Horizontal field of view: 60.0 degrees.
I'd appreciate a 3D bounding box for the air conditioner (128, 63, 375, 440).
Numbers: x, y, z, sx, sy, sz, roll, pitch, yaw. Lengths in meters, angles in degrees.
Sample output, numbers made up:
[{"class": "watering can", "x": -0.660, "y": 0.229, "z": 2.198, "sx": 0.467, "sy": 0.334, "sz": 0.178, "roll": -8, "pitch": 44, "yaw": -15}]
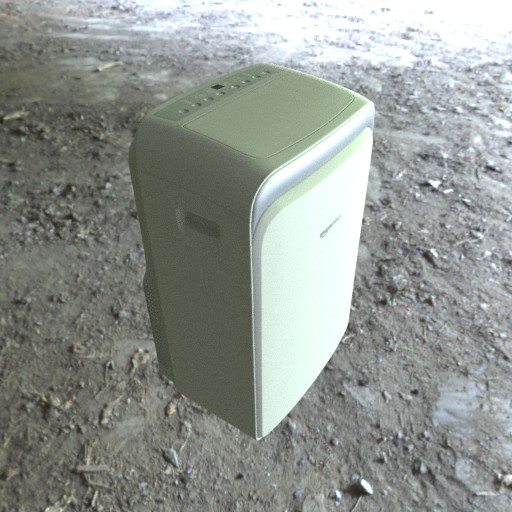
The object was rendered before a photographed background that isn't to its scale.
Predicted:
[{"class": "air conditioner", "x": 0.000, "y": 0.000, "z": 0.971, "sx": 0.365, "sy": 0.700, "sz": 0.454, "roll": 25, "pitch": 47, "yaw": 27}]
